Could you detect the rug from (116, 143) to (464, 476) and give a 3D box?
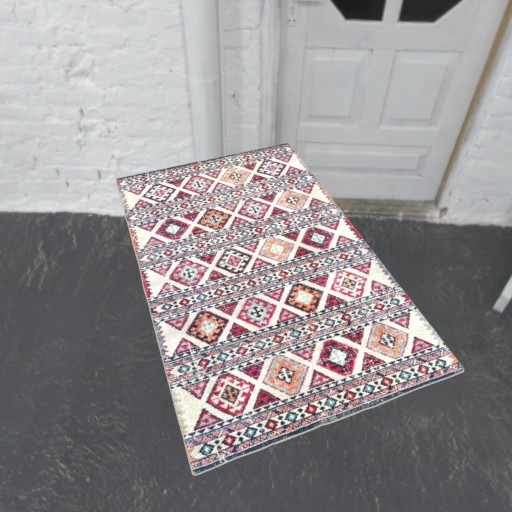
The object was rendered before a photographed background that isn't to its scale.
[{"bbox_3d":[0.000,0.000,3.023,1.545,0.010,2.440,-15,48,-14],"label":"rug"}]
